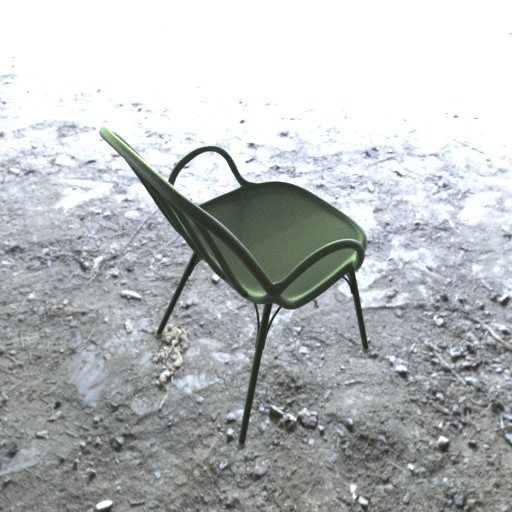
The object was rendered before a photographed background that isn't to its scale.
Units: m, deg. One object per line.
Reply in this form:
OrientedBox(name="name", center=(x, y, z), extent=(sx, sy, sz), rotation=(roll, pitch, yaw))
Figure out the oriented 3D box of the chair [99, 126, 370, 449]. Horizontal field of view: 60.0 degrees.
OrientedBox(name="chair", center=(0.000, 0.000, 1.218), extent=(0.597, 0.816, 0.549), rotation=(-27, 48, -27))
